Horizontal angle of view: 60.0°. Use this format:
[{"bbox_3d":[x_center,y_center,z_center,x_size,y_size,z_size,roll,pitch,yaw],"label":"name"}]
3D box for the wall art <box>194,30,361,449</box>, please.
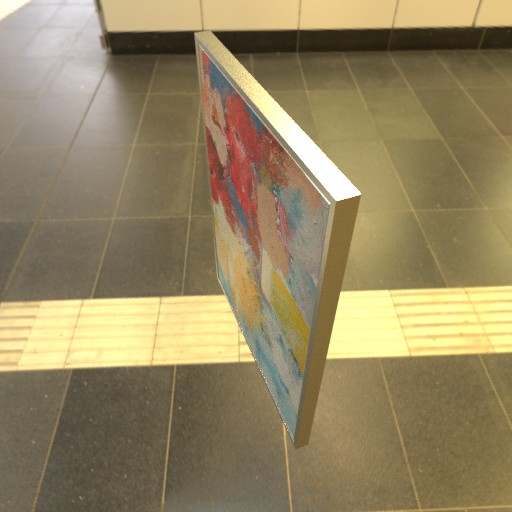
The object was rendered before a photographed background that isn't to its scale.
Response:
[{"bbox_3d":[0.000,0.000,0.743,0.025,0.569,0.444,-16,48,-15],"label":"wall art"}]
